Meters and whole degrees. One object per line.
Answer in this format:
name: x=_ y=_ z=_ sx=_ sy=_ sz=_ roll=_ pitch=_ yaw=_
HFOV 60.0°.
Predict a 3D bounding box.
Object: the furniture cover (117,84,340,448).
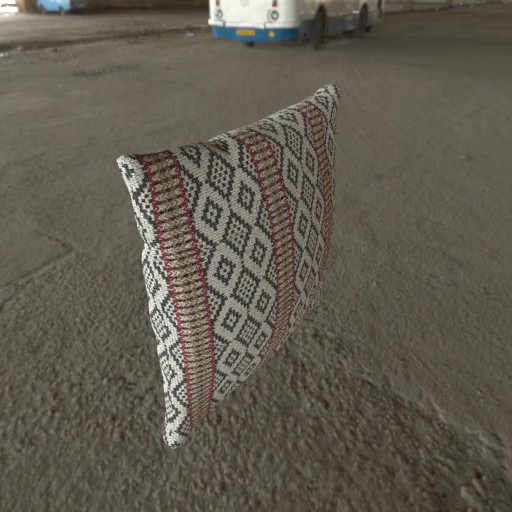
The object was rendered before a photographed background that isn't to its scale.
furniture cover: x=0.000 y=0.000 z=0.786 sx=0.182 sy=0.506 sz=0.503 roll=21 pitch=37 yaw=30
